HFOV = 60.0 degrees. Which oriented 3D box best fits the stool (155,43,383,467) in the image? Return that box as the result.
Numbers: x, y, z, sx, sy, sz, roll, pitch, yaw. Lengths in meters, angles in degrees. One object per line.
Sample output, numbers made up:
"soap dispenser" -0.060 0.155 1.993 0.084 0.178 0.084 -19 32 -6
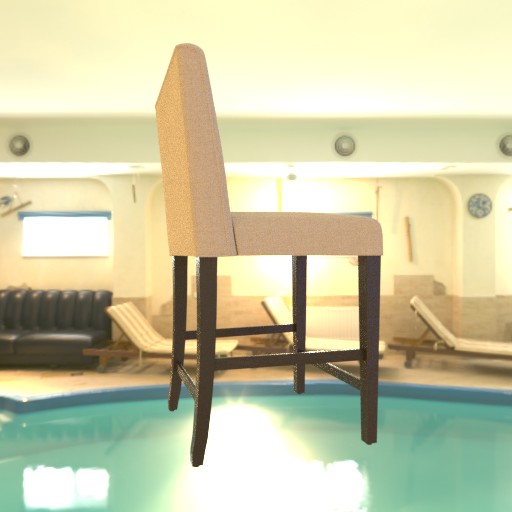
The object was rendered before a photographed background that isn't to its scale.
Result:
"stool" 0.000 0.000 1.233 0.509 0.939 0.474 0 0 -19
